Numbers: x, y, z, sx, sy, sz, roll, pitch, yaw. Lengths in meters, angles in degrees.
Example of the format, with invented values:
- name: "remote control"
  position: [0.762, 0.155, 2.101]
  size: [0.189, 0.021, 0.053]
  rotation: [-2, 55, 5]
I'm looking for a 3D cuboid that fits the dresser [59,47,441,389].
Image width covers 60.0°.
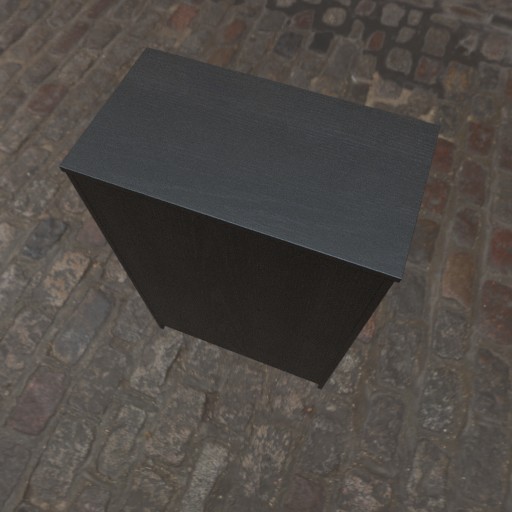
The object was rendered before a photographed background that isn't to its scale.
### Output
- name: "dresser"
  position: [0.000, 0.000, 1.372]
  size: [0.700, 1.020, 0.398]
  rotation: [19, 64, 9]
